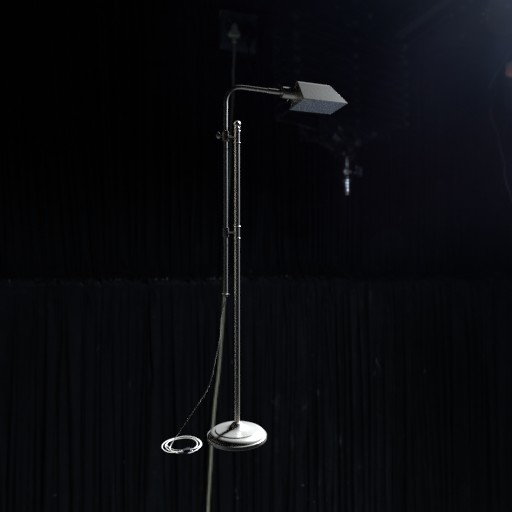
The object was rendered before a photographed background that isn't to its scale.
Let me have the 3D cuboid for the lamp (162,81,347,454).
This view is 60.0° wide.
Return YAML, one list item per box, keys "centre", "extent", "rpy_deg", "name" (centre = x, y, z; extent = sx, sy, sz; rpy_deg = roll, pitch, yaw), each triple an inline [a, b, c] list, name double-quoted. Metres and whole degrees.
- centre: [0.000, 0.000, 1.940]
  extent: [0.813, 1.571, 0.256]
  rpy_deg: [0, 0, -18]
  name: "lamp"
